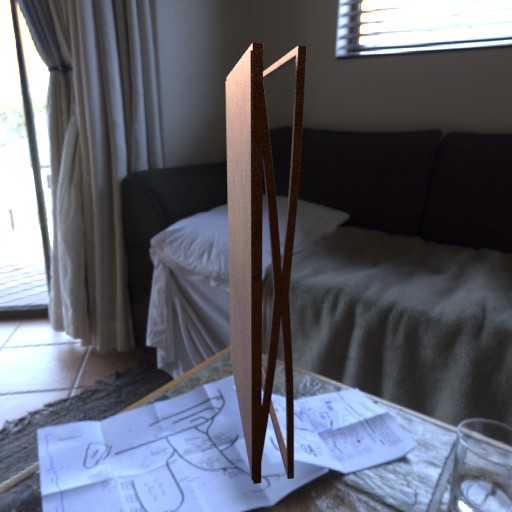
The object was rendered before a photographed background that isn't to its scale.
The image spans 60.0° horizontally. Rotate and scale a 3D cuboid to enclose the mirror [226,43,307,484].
[{"bbox_3d":[0.000,0.000,0.964,0.082,0.768,0.468,-2,16,-8],"label":"mirror"}]
